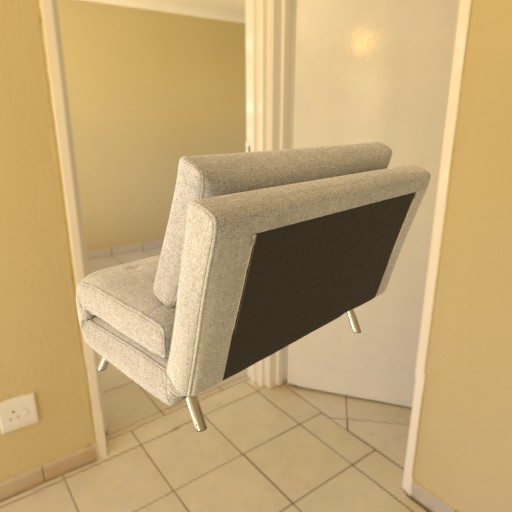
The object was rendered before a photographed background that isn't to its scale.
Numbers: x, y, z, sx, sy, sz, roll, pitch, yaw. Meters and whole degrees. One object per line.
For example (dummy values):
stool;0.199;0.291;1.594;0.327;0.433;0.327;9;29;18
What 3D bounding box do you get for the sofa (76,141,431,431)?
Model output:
sofa;0.000;0.000;1.858;0.910;0.910;1.220;16;24;42
